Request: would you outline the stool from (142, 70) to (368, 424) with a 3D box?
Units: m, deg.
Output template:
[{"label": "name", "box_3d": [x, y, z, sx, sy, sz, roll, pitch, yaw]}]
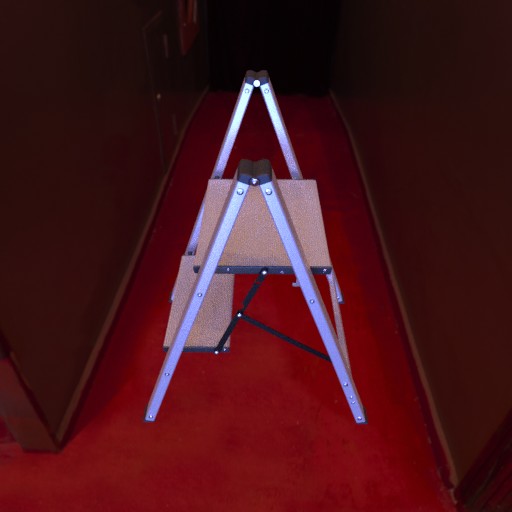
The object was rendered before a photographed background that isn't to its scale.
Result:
[{"label": "stool", "box_3d": [0.000, 0.000, 0.996, 0.535, 0.670, 0.440, 0, 41, 0]}]
